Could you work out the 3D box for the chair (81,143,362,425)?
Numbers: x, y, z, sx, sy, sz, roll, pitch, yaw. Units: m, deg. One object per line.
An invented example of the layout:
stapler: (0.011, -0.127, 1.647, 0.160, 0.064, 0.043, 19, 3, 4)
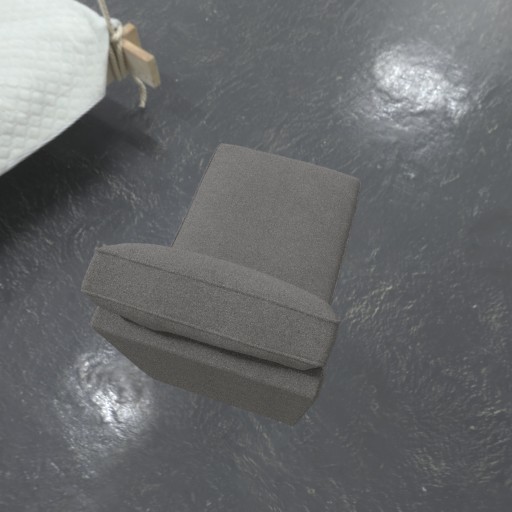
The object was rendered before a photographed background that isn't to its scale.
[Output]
chair: (0.000, 0.000, 1.569, 0.621, 0.970, 0.938, 16, 65, 8)
